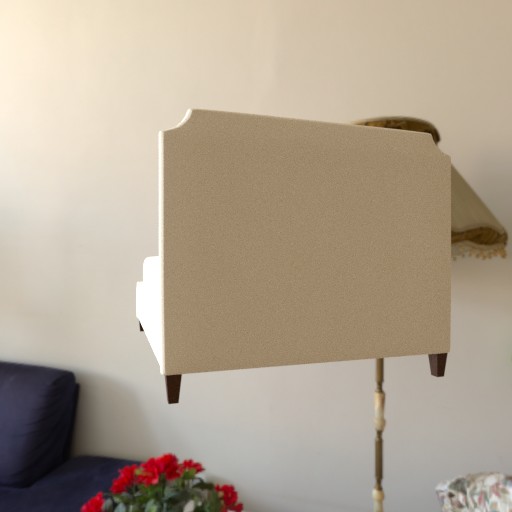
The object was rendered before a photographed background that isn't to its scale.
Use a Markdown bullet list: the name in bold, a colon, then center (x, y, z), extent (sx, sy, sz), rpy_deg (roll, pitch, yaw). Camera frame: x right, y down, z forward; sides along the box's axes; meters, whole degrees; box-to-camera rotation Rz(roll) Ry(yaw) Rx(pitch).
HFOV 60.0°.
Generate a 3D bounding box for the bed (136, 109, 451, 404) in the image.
- **bed**: center (0.000, 0.000, 3.460), extent (1.712, 1.443, 2.365), rpy_deg (0, 0, -18)
